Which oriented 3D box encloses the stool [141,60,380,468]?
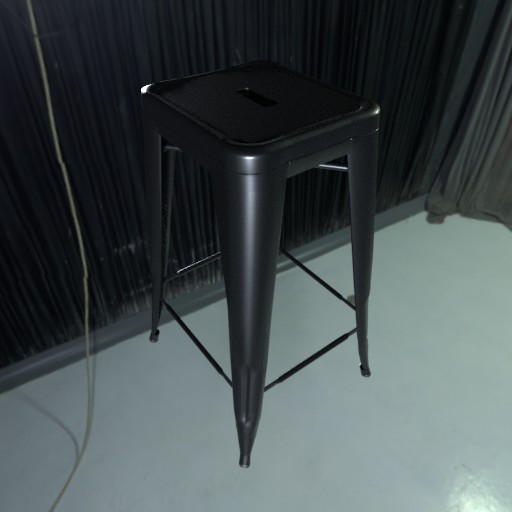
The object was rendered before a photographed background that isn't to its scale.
[{"bbox_3d":[0.000,0.000,0.839,0.359,0.609,0.399,-26,46,-28],"label":"stool"}]
